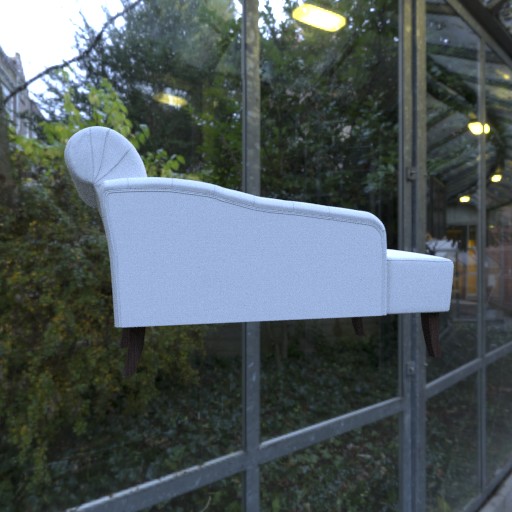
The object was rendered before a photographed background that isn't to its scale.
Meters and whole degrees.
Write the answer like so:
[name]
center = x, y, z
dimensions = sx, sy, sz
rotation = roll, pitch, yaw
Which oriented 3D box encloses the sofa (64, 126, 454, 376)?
[sofa]
center = 0.000, 0.000, 1.777
dimensions = 1.379, 0.787, 0.675
rotation = 0, -1, -19
